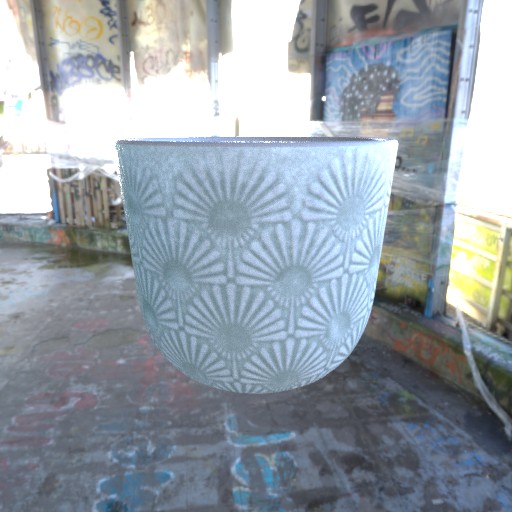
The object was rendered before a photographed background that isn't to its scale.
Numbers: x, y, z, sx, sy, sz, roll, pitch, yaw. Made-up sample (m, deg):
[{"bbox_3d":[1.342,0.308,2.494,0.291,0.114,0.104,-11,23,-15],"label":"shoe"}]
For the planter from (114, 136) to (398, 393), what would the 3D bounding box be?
[{"bbox_3d":[0.000,0.000,0.297,0.170,0.152,0.170,0,16,0],"label":"planter"}]
